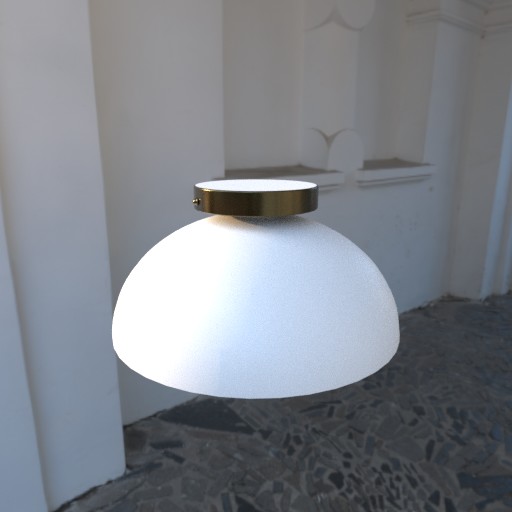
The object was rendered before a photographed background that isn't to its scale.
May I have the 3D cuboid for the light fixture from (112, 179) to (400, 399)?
[{"bbox_3d":[0.000,0.000,0.552,0.355,0.177,0.355,0,15,0],"label":"light fixture"}]
